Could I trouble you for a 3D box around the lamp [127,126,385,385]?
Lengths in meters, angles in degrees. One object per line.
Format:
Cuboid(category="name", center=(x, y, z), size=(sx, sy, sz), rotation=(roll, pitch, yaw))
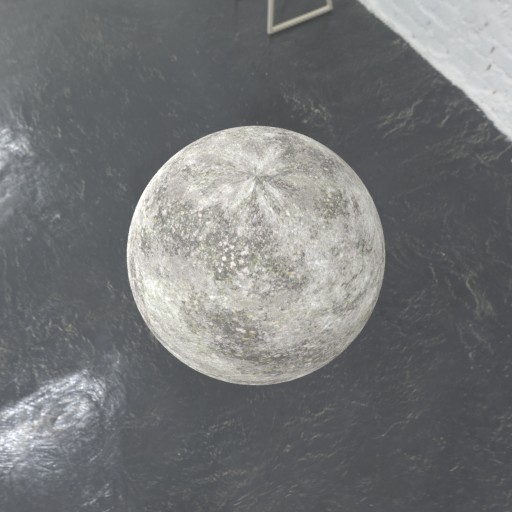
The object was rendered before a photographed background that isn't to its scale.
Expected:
Cuboid(category="lamp", center=(0.000, 0.000, 0.754), size=(0.422, 0.429, 0.422), rotation=(0, 61, 0))
